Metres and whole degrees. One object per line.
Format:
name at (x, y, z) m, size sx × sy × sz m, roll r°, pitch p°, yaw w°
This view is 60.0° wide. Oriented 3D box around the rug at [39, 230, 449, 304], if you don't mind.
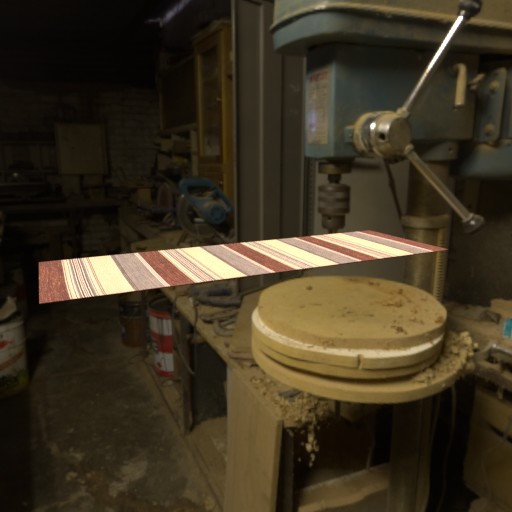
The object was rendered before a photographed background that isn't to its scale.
rug at (0.000, 0.000, 2.759) m, size 2.437 × 0.006 × 0.792 m, roll -6°, pitch 15°, yaw -25°
